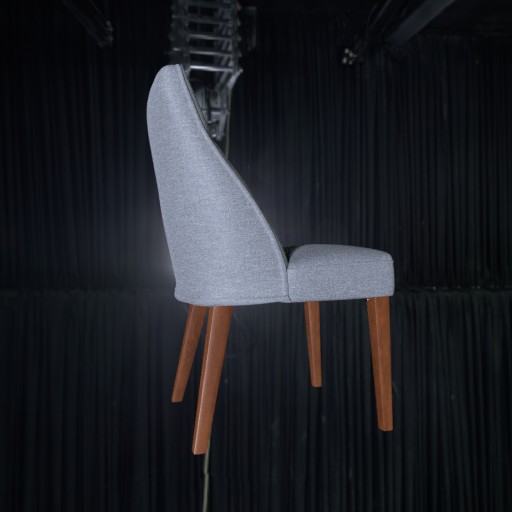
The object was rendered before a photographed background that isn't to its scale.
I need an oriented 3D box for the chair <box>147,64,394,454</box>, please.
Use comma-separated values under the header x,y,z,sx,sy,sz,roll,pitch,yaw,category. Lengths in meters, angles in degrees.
x,y,z,sx,sy,sz,roll,pitch,yaw,category
0.000,0.000,1.300,0.620,0.930,0.500,0,0,-18,chair
